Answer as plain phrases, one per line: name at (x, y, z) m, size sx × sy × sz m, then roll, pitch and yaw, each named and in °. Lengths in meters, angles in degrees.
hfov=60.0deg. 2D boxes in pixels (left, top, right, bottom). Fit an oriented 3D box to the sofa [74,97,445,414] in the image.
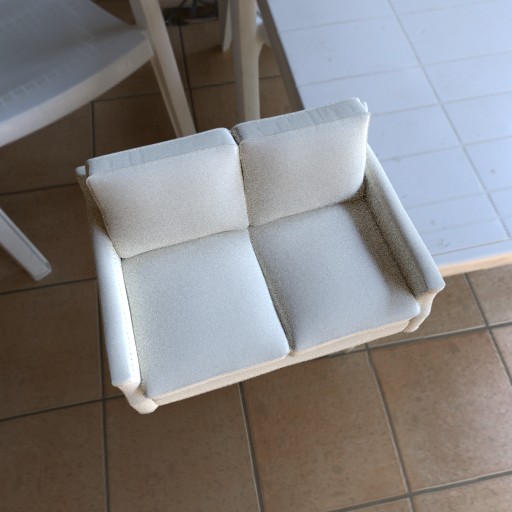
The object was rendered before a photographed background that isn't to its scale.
sofa at (0.000, 0.000, 2.293) m, size 1.597 × 1.003 × 1.084 m, roll -15°, pitch 65°, yaw -7°
